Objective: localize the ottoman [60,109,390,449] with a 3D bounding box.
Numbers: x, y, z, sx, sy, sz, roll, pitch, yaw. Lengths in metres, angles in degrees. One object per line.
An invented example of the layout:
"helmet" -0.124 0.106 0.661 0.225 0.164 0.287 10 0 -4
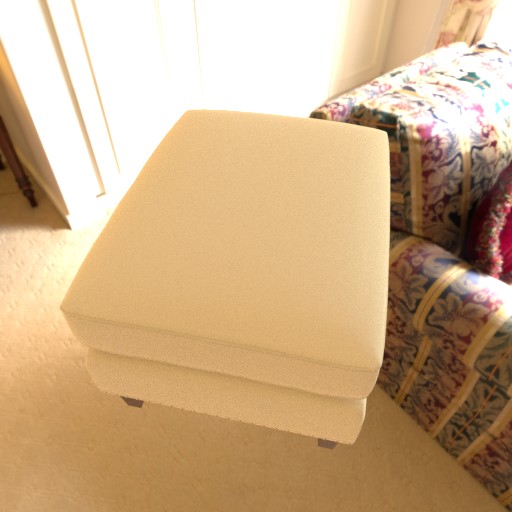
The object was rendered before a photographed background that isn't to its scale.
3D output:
"ottoman" 0.000 0.000 1.113 0.584 0.513 0.741 9 47 8
